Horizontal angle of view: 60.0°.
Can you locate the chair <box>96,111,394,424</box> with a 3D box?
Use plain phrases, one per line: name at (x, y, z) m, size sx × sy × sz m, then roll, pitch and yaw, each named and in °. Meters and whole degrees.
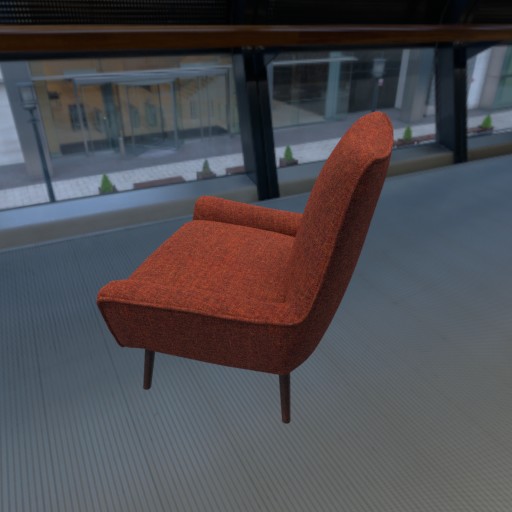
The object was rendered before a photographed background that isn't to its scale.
chair at (0.000, 0.000, 1.515) m, size 0.784 × 0.911 × 0.803 m, roll 8°, pitch 31°, yaw 14°
